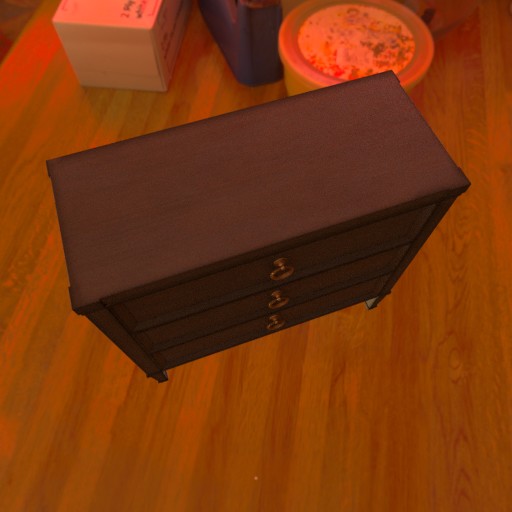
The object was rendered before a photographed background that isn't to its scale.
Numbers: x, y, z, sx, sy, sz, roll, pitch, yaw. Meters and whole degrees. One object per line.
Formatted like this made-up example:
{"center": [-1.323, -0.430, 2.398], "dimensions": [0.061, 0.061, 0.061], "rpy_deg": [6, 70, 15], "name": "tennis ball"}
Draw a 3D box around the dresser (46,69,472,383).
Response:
{"center": [0.000, 0.000, 1.624], "dimensions": [1.049, 0.986, 0.463], "rpy_deg": [-18, 65, -9], "name": "dresser"}
